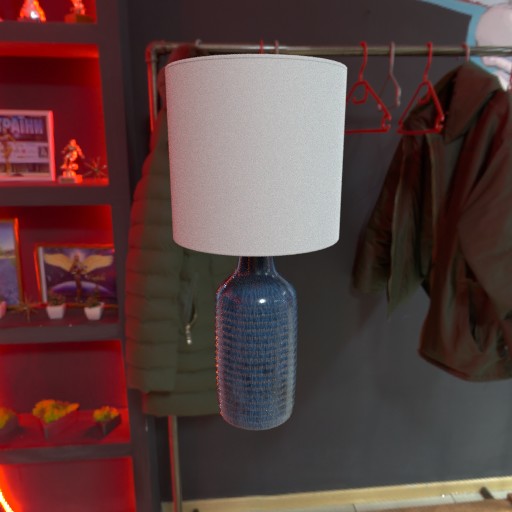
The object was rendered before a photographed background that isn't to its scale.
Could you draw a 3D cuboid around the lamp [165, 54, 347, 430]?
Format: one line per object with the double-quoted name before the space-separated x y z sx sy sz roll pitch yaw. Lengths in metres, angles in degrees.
"lamp" 0.000 0.000 0.609 0.220 0.475 0.220 7 17 26
